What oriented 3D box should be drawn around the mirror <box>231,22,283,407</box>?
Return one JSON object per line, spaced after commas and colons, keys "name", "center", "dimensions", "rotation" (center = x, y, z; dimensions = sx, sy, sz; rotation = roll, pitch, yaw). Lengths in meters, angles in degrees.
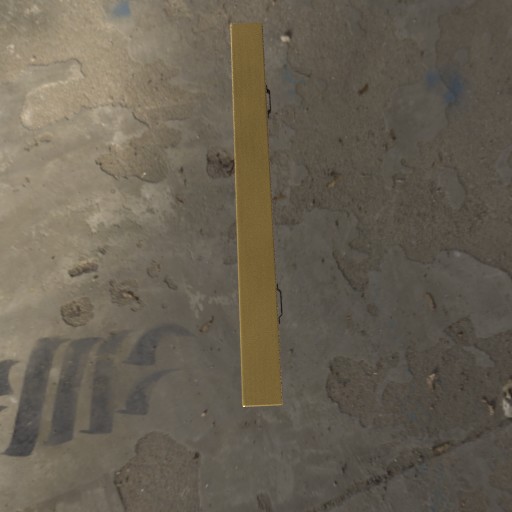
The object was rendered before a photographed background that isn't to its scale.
{"name": "mirror", "center": [0.000, 0.000, 0.688], "dimensions": [0.041, 0.508, 0.405], "rotation": [-2, 75, -1]}
